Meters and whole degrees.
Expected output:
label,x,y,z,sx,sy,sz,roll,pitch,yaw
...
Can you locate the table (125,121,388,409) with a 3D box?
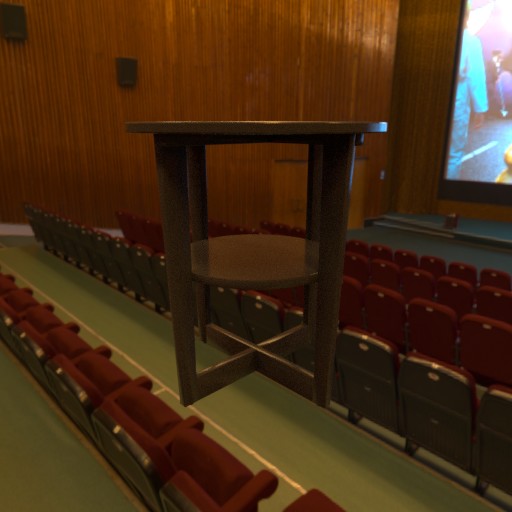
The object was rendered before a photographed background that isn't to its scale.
label,x,y,z,sx,sy,sz,roll,pitch,yaw
table,0.000,0.000,0.953,0.500,0.550,0.500,0,16,0
